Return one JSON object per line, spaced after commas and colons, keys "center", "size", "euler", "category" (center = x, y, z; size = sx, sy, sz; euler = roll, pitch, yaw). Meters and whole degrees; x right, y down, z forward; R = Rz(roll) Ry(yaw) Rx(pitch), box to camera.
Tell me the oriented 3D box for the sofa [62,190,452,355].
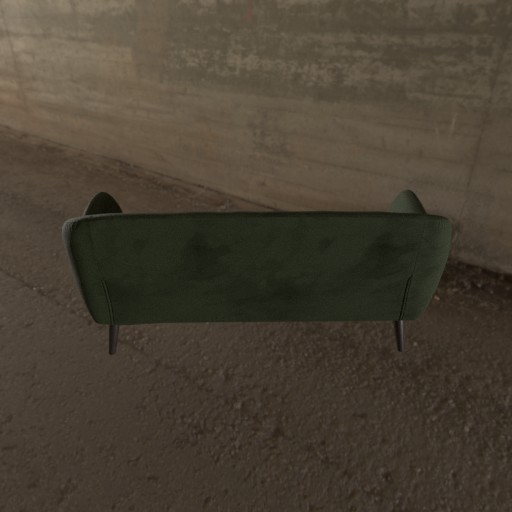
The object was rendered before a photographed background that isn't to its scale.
{"center": [0.000, 0.000, 2.331], "size": [1.840, 0.836, 0.820], "euler": [0, 30, -1], "category": "sofa"}
